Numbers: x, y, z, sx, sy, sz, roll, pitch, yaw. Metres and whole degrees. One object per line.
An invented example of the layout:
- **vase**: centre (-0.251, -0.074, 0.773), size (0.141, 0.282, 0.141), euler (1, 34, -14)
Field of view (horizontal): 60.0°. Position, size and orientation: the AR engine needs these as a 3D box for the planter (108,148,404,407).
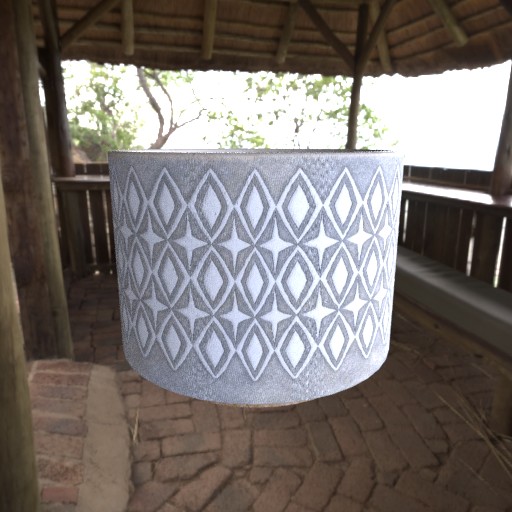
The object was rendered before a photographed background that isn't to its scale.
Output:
- **planter**: centre (0.000, 0.000, 0.273), size (0.164, 0.127, 0.164), euler (0, 14, 0)
